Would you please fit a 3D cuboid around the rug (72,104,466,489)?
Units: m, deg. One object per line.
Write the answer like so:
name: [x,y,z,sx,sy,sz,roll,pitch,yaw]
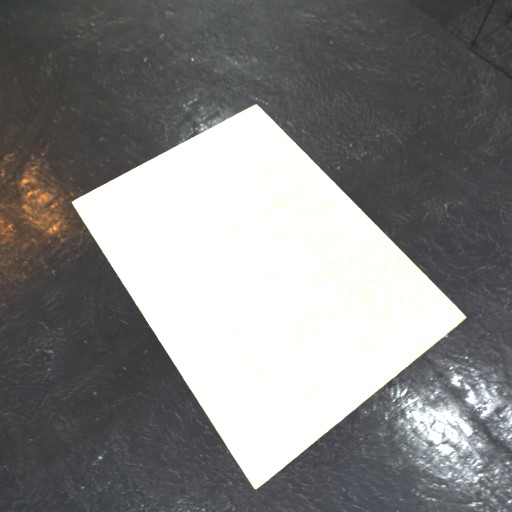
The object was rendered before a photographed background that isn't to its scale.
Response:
rug: [0.000,0.000,4.432,2.438,0.010,3.353,-33,67,-16]
